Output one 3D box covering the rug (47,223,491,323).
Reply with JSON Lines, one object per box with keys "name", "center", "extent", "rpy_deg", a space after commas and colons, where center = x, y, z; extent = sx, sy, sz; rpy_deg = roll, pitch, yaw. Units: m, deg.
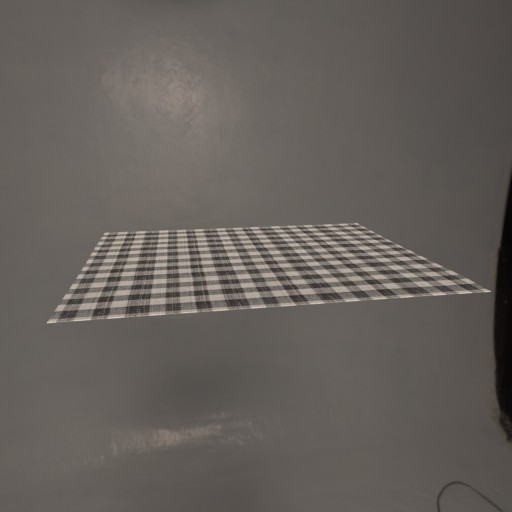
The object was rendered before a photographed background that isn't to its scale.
{"name": "rug", "center": [0.000, 0.000, 4.095], "extent": [3.021, 0.013, 2.432], "rpy_deg": [-3, 16, -10]}
